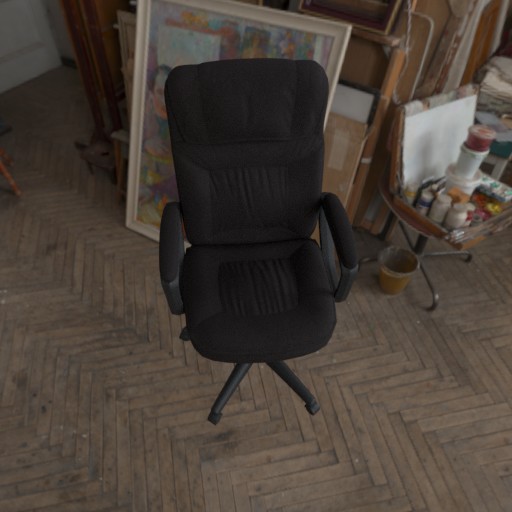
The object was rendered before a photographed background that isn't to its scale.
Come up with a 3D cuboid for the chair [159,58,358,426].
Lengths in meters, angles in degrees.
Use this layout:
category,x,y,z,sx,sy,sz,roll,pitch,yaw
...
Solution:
category,x,y,z,sx,sy,sz,roll,pitch,yaw
chair,0.000,0.000,1.547,0.667,1.105,0.724,-4,47,-4
